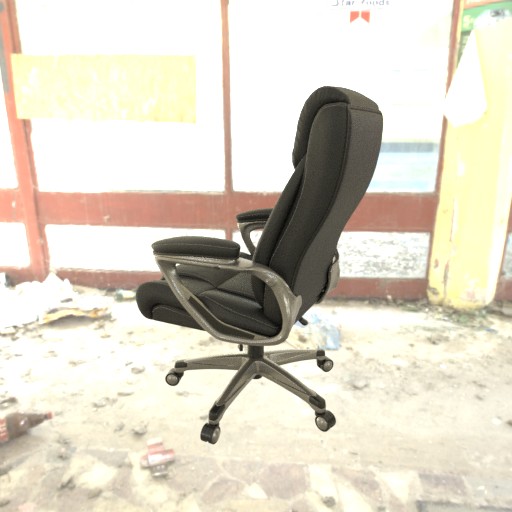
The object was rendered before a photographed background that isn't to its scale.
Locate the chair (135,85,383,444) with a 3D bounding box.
[{"bbox_3d":[0.000,0.000,1.674,0.784,1.167,0.741,8,17,25],"label":"chair"}]
